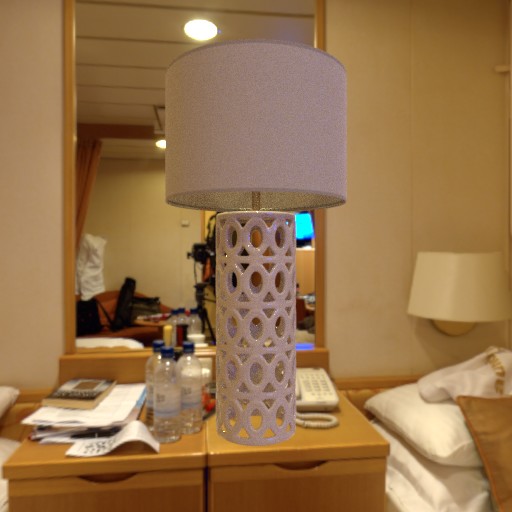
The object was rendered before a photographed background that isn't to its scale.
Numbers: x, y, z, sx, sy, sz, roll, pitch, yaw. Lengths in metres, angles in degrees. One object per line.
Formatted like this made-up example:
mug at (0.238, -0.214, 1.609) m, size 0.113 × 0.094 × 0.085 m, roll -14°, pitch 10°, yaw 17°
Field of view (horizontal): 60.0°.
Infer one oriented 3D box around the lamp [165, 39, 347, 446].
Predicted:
lamp at (0.000, 0.000, 0.812) m, size 0.324 × 0.636 × 0.325 m, roll 0°, pitch 0°, yaw 36°
